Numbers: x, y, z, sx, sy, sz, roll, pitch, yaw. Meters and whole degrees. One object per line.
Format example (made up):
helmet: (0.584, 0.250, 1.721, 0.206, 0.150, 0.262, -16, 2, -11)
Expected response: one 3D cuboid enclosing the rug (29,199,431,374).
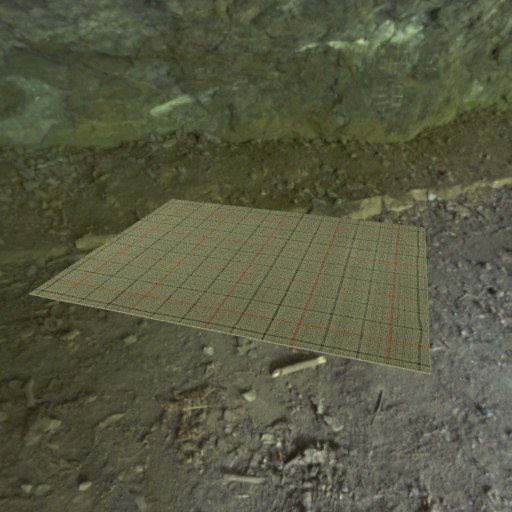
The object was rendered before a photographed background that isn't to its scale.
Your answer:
rug: (0.000, 0.000, 4.178, 3.048, 0.012, 2.444, 8, 28, 16)
